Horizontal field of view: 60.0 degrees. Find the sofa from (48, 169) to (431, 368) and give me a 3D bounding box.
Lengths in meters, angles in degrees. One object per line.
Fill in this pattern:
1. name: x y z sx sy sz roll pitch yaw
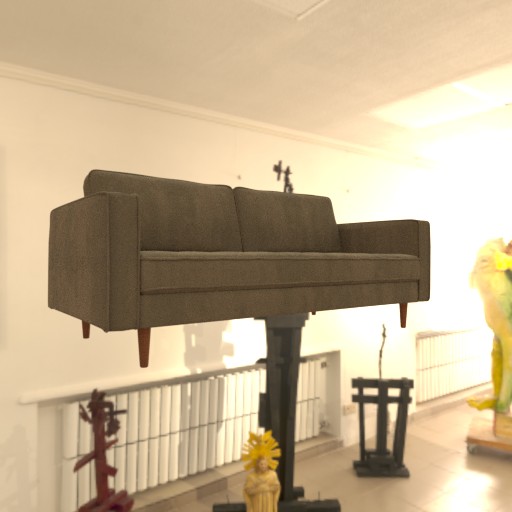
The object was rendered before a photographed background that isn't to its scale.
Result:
1. sofa: 0.000 0.000 2.387 1.920 0.825 0.924 0 -1 -37
